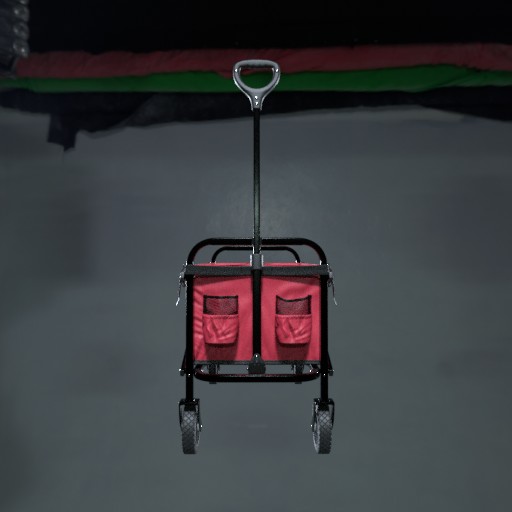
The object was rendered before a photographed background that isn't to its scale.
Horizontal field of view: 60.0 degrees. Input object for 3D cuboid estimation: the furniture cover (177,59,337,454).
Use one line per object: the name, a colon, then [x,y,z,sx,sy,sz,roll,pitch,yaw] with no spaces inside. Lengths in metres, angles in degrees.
furniture cover: [0.000,0.000,1.835,0.532,1.295,1.038,0,-1,0]
